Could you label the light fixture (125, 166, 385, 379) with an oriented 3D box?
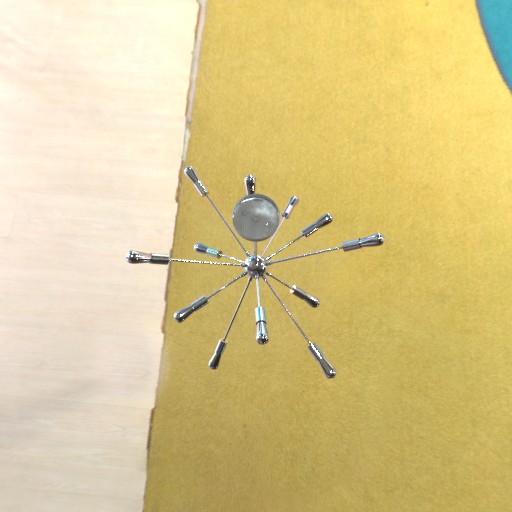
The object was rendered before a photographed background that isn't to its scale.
[{"bbox_3d":[0.000,0.000,1.062,0.509,0.558,0.684,-33,78,-8],"label":"light fixture"}]
